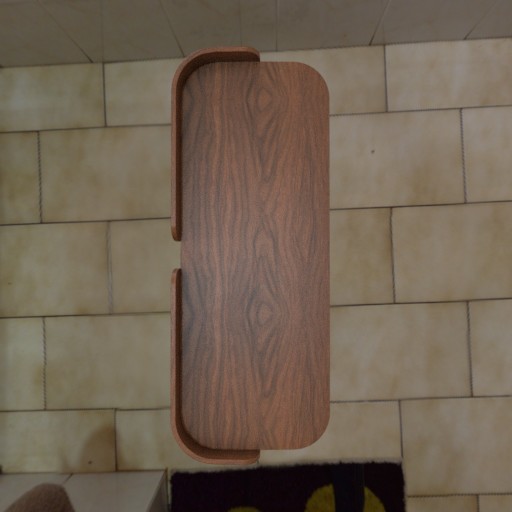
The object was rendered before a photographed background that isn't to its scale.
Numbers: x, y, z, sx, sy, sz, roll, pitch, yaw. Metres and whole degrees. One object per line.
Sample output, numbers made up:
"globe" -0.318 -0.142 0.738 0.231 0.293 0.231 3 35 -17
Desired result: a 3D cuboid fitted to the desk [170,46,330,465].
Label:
"desk" 0.000 0.000 1.730 0.486 0.800 1.256 0 89 2
